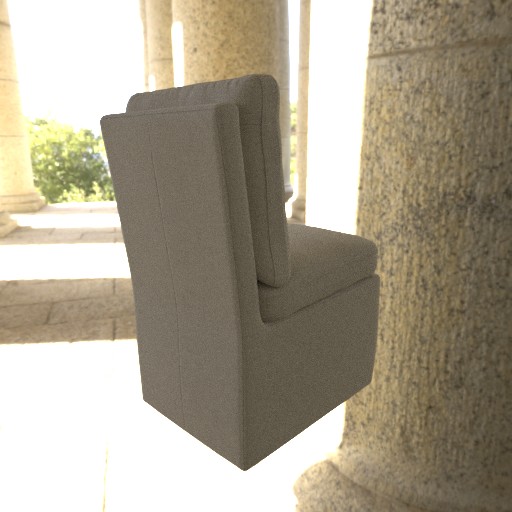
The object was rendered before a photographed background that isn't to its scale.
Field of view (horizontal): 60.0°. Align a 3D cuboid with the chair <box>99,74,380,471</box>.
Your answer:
[{"bbox_3d":[0.000,0.000,1.323,0.503,0.927,0.698,13,19,43],"label":"chair"}]
